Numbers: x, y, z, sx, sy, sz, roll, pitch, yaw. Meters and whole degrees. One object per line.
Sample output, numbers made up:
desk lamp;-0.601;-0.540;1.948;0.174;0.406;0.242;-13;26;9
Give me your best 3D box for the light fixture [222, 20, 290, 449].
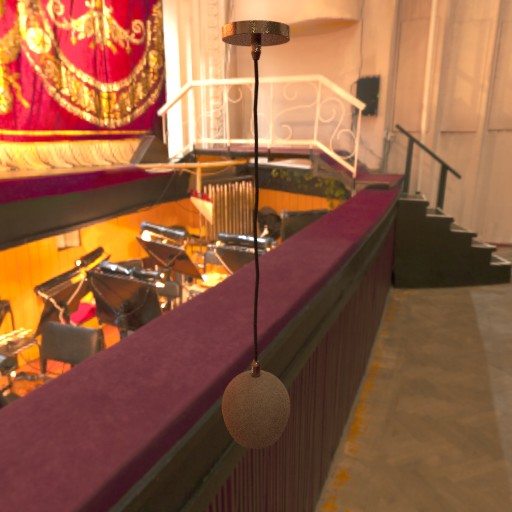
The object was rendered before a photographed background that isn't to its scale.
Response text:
light fixture;0.000;0.000;0.819;0.139;0.764;0.139;8;18;27
